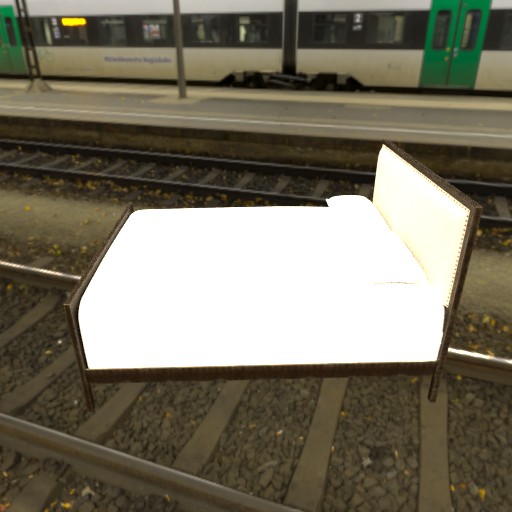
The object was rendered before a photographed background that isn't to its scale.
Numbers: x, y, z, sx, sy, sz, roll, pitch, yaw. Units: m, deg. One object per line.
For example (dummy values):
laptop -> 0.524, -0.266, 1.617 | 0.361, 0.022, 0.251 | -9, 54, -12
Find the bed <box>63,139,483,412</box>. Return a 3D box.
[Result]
bed -> 0.000, 0.000, 3.196 | 2.221, 1.313, 1.607 | -1, 27, -2
